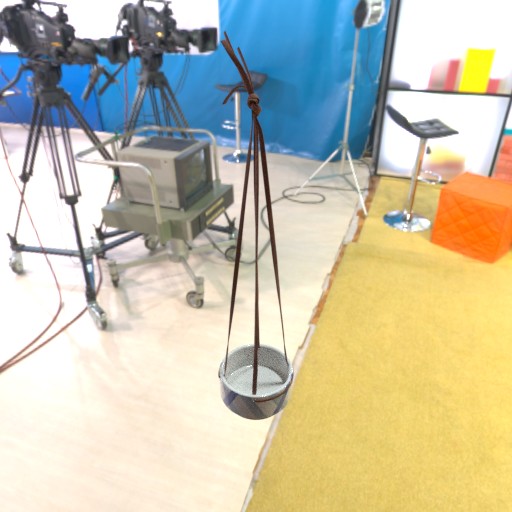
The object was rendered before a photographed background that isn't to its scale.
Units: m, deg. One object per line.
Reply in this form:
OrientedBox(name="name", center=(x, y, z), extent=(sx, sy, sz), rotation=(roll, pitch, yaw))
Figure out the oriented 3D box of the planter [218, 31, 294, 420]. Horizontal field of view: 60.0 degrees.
OrientedBox(name="planter", center=(0.000, 0.000, 0.830), extent=(0.166, 0.751, 0.166), rotation=(-10, 32, -16))
